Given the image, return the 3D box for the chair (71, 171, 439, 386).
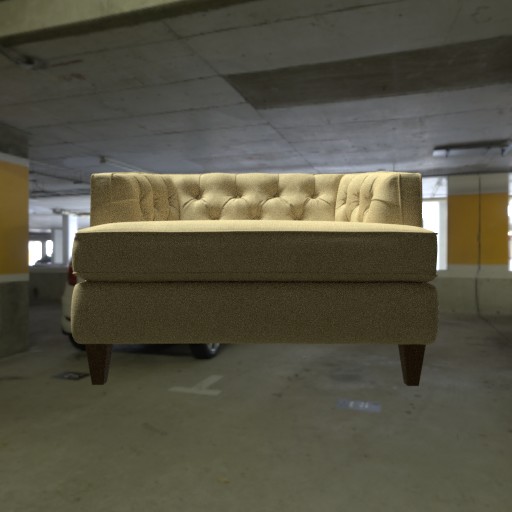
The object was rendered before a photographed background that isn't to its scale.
[{"bbox_3d":[0.000,0.000,1.738,1.118,0.787,0.914,0,0,1],"label":"chair"}]
